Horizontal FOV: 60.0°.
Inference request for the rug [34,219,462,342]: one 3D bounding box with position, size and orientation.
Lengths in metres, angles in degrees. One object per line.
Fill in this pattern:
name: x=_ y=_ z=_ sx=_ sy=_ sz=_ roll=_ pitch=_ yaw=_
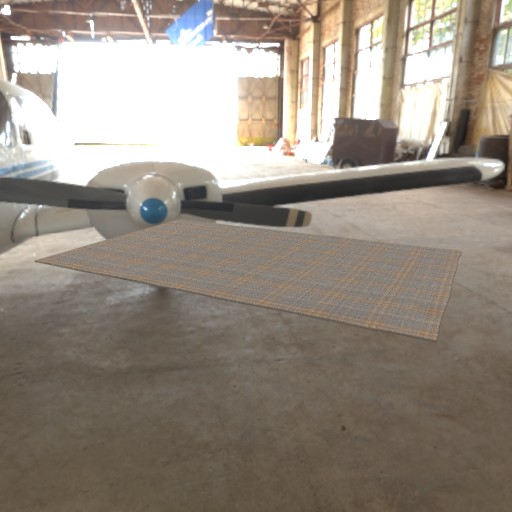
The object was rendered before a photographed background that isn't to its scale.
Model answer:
rug: x=0.000 y=0.000 z=2.993 sx=2.460 sy=0.016 sz=1.545 roll=8 pitch=18 yaw=26
